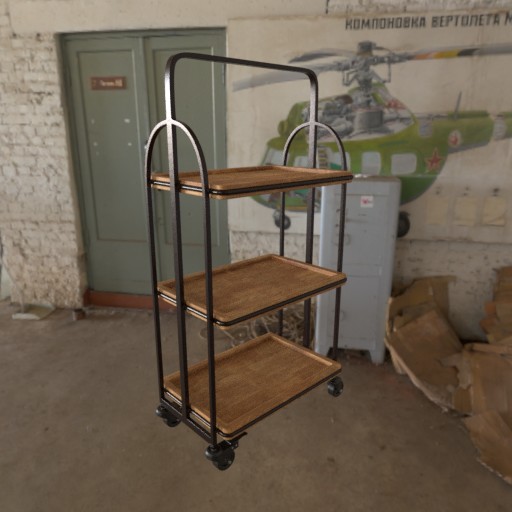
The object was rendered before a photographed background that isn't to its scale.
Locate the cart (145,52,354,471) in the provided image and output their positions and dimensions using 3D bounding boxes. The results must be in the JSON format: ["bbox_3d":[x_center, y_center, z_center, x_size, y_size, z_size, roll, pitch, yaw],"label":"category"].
[{"bbox_3d":[0.000,0.000,1.236,0.553,1.001,0.327,-15,22,-41],"label":"cart"}]
